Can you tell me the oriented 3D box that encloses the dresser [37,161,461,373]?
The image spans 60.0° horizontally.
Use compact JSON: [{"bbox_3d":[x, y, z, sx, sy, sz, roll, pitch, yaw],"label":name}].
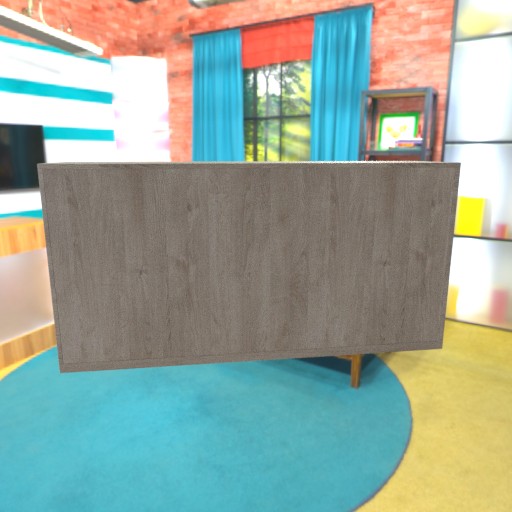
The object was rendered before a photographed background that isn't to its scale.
[{"bbox_3d":[0.000,0.000,1.919,1.590,0.795,0.390,-2,13,-8],"label":"dresser"}]
